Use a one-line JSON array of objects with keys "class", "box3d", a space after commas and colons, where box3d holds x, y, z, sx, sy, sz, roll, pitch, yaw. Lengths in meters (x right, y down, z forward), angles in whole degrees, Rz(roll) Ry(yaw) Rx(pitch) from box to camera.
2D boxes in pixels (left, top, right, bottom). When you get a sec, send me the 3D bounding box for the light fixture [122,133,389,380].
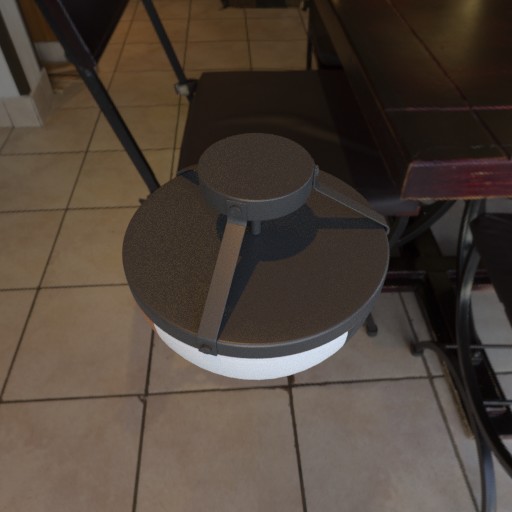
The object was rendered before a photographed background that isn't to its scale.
[{"class": "light fixture", "box3d": [0.000, 0.000, 0.540, 0.304, 0.269, 0.304, 0, 47, 0]}]
